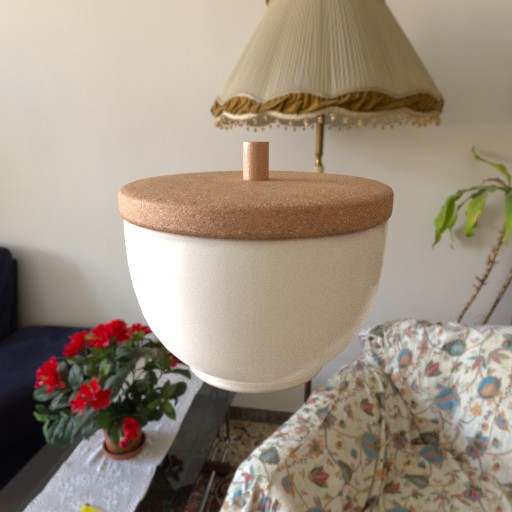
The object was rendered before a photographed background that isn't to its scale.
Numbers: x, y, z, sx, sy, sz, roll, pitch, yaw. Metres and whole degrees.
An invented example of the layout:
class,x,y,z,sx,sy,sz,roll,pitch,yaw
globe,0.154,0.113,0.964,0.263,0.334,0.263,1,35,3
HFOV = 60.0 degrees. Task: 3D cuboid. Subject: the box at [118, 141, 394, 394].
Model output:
class,x,y,z,sx,sy,sz,roll,pitch,yaw
box,0.000,0.000,0.188,0.107,0.094,0.107,0,16,0
